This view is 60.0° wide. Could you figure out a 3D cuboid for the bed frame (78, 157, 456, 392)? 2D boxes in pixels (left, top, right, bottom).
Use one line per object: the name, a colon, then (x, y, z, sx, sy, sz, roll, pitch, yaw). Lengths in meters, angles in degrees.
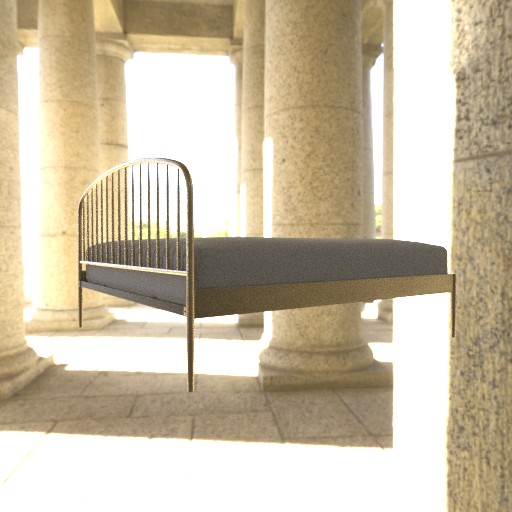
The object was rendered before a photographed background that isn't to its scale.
bed frame: (0.000, 0.000, 3.419, 2.152, 1.174, 2.016, -1, 1, -35)
